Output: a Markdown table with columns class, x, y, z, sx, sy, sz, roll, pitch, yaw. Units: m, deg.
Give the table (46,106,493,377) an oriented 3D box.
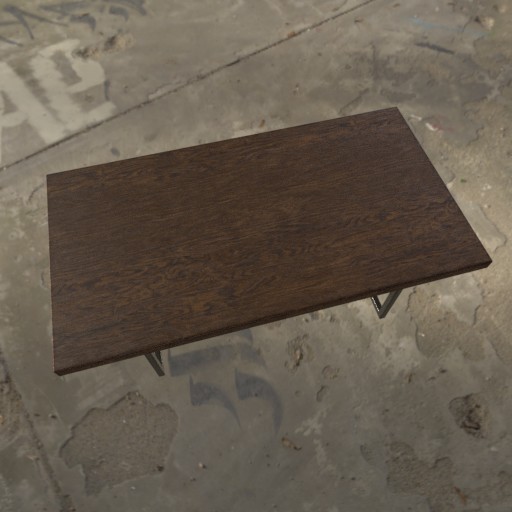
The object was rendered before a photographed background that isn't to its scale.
| class | x | y | z | sx | sy | sz | roll | pitch | yaw |
| --- | --- | --- | --- | --- | --- | --- | --- | --- | --- |
| table | 0.000 | 0.000 | 2.527 | 1.989 | 0.795 | 1.078 | -13 | 60 | -8 |
